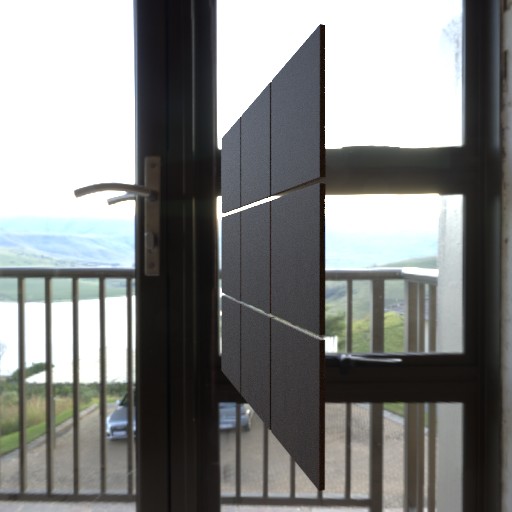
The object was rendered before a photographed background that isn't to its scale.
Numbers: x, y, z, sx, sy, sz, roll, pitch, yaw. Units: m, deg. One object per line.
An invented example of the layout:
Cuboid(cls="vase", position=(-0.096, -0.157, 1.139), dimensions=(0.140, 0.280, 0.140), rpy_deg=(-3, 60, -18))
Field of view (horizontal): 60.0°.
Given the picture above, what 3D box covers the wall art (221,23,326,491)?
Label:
Cuboid(cls="wall art", position=(0.000, 0.000, 1.306), dimensions=(0.013, 0.914, 0.915), rpy_deg=(0, 1, -17))
